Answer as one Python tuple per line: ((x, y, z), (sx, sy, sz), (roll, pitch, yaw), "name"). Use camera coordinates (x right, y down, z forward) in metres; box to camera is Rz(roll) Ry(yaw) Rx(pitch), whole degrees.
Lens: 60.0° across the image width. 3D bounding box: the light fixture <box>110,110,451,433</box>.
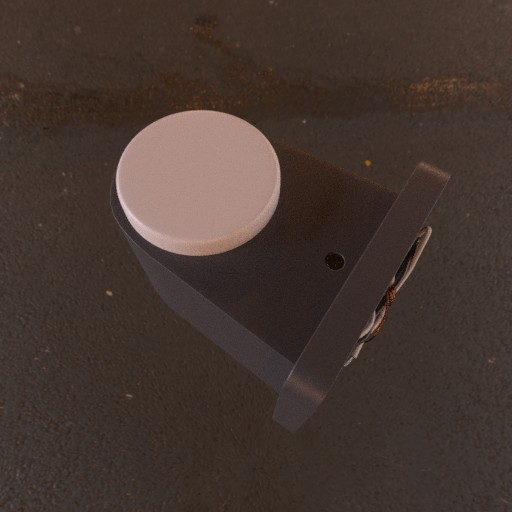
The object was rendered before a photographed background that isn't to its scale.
((0.000, 0.000, 0.214), (0.132, 0.109, 0.109), (31, 68, 14), "light fixture")
